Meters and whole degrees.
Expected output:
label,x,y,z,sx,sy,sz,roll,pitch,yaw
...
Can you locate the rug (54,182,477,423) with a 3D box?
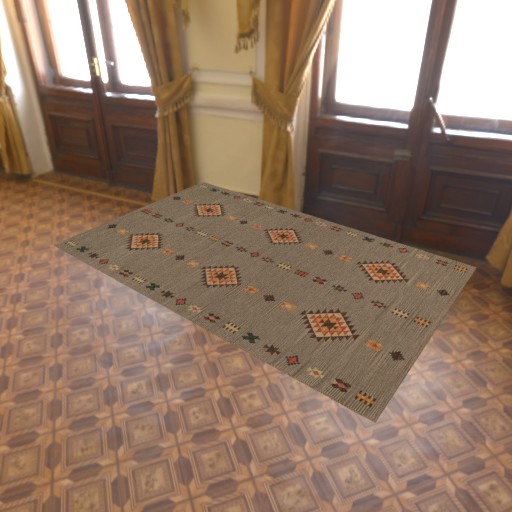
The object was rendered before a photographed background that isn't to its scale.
label,x,y,z,sx,sy,sz,roll,pitch,yaw
rug,0.000,0.000,2.984,2.427,0.007,1.515,22,37,32
